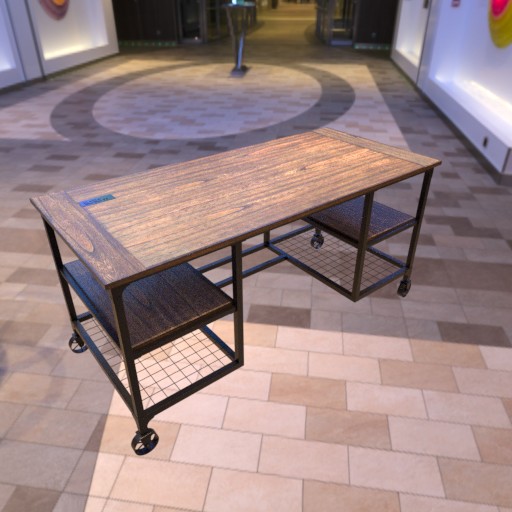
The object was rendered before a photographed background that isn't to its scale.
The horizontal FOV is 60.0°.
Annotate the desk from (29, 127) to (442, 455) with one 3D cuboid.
[{"bbox_3d":[0.000,0.000,1.998,1.590,0.751,0.711,-22,38,-32],"label":"desk"}]
